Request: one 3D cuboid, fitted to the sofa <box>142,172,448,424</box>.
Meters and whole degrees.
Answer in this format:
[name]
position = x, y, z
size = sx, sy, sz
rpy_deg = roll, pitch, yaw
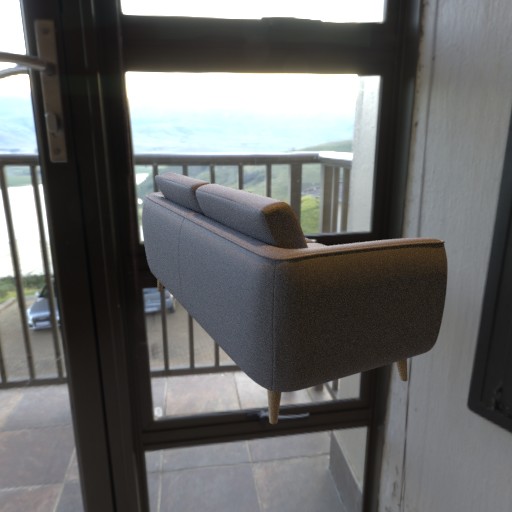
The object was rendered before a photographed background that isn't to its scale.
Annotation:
[sofa]
position = 0.000, 0.000, 2.607
size = 0.920, 0.870, 2.000
rpy_deg = -8, 17, -26
